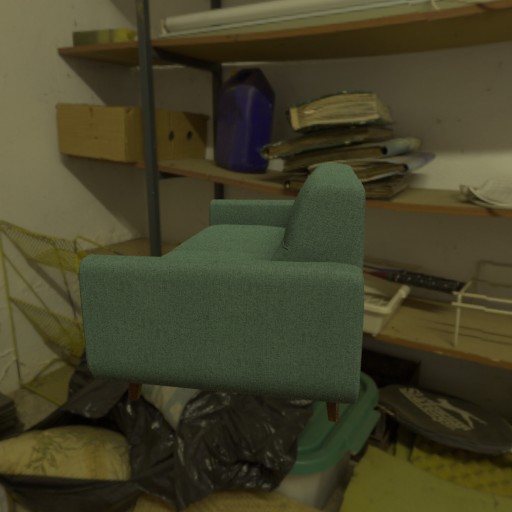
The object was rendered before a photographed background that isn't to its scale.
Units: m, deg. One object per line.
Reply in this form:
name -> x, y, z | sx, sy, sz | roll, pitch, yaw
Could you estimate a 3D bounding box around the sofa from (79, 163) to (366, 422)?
sofa -> 0.000, 0.000, 2.120 | 0.909, 0.841, 1.631 | 2, 14, 10
